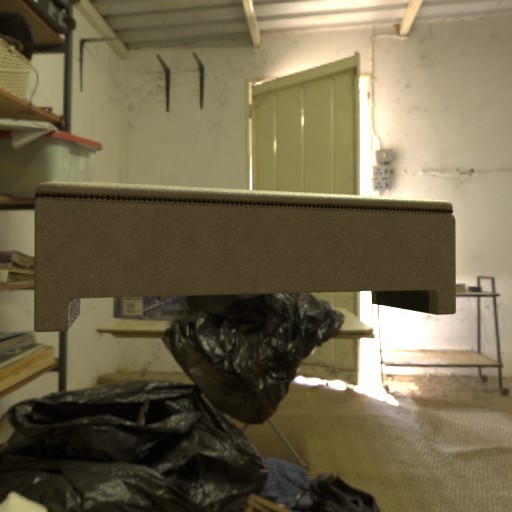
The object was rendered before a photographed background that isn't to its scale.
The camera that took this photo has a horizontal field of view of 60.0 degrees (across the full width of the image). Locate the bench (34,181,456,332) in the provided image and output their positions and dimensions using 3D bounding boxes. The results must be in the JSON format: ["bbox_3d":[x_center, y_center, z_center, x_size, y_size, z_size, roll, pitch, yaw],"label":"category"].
[{"bbox_3d":[0.000,0.000,1.697,1.482,0.447,0.470,0,-1,-17],"label":"bench"}]
